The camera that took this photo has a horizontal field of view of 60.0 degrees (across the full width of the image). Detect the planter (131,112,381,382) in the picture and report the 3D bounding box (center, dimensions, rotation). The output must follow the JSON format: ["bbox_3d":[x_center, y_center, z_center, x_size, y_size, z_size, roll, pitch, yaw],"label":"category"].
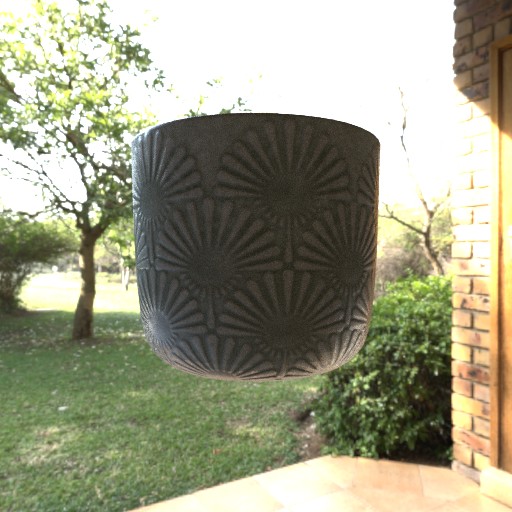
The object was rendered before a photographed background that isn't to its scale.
[{"bbox_3d":[0.000,0.000,0.228,0.124,0.109,0.124,0,0,0],"label":"planter"}]
